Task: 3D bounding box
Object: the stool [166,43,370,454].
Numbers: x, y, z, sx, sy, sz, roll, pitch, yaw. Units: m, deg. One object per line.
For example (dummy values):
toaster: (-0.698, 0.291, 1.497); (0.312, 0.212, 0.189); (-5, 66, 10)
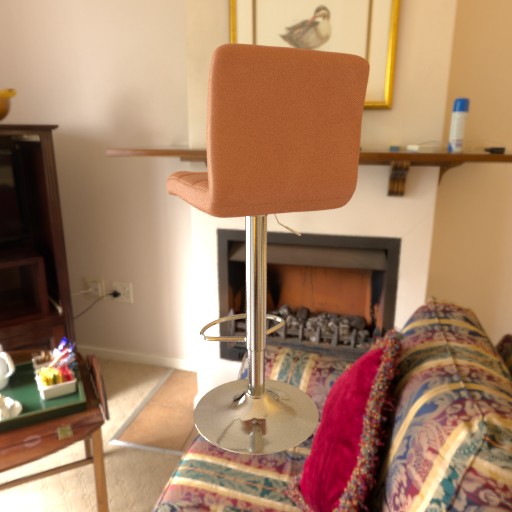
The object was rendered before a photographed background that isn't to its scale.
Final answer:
stool: (0.000, 0.000, 1.376); (0.430, 1.115, 0.505); (-7, 17, -24)
